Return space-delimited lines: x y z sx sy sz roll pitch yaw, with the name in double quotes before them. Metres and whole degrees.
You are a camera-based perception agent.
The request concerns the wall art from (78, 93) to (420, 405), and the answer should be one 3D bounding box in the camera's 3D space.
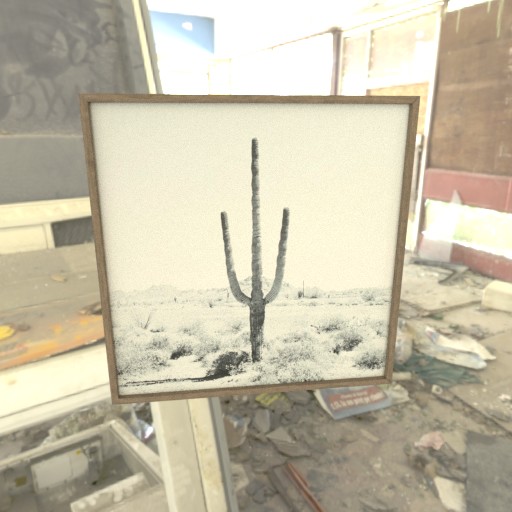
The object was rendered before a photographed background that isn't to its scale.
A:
"wall art" 0.000 0.000 0.745 0.508 0.508 0.038 -2 17 -7
